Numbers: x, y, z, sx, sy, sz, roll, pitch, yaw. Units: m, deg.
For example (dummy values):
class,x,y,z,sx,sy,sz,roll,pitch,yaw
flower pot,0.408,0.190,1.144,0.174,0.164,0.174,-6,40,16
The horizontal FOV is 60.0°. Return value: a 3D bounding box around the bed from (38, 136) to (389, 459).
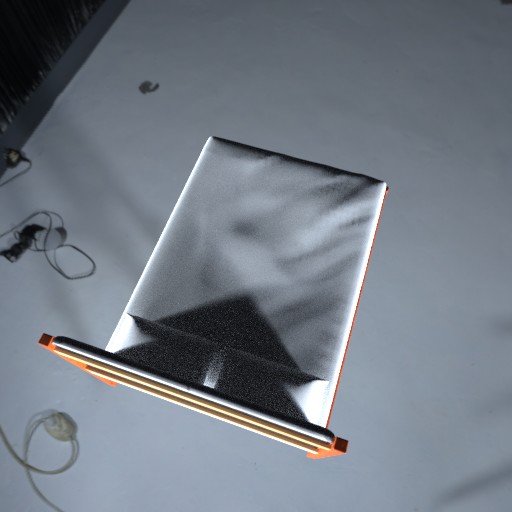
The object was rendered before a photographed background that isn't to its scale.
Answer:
class,x,y,z,sx,sy,sz,roll,pitch,yaw
bed,0.000,0.000,3.025,1.566,1.165,2.117,17,65,8
